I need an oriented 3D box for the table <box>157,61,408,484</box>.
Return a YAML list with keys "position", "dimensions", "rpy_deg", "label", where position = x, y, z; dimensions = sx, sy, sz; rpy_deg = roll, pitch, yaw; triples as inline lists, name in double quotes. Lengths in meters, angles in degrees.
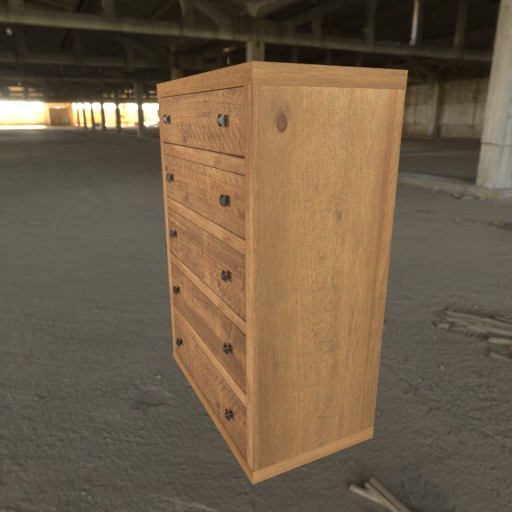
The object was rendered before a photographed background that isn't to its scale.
- position: [0.000, 0.000, 1.735]
  dimensions: [0.524, 1.294, 0.901]
  rpy_deg: [-8, 19, -25]
  label: "table"
